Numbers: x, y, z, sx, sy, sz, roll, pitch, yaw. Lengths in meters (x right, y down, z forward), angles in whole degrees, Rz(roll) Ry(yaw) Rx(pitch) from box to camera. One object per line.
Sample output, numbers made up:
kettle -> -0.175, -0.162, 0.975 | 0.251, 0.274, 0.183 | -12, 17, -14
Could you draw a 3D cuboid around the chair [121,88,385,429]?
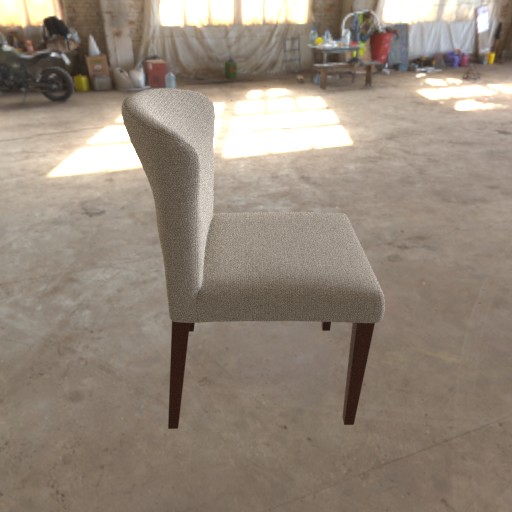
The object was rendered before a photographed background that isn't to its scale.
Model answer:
chair -> 0.000, 0.000, 1.205 | 0.589, 0.839, 0.491 | -1, 30, -1
